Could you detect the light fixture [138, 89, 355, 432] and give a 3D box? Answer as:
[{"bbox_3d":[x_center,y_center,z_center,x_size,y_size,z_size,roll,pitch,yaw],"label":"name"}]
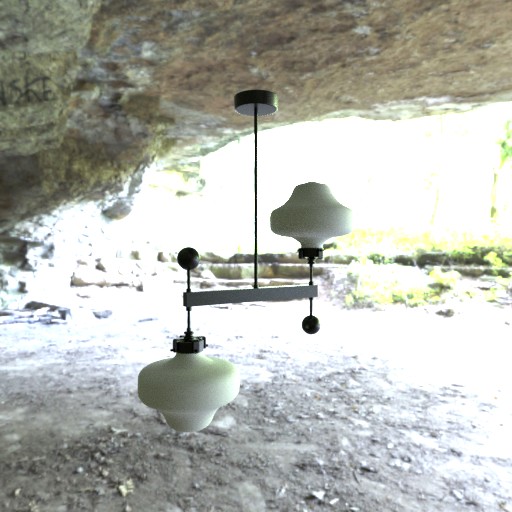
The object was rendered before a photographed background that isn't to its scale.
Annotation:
[{"bbox_3d":[0.000,0.000,1.041,0.422,0.743,0.489,0,1,19],"label":"light fixture"}]
